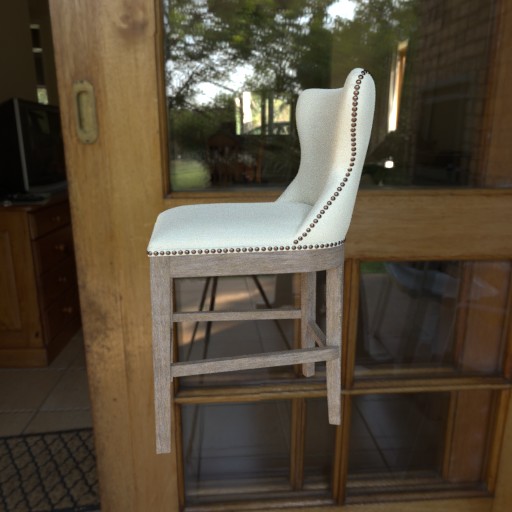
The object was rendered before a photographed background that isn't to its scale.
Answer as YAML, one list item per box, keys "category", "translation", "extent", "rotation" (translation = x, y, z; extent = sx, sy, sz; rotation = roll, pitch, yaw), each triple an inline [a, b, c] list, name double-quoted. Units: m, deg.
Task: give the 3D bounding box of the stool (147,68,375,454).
- category: "stool"
  translation: [0.000, 0.000, 1.310]
  extent: [0.608, 0.981, 0.498]
  rotation: [-2, 14, -9]
